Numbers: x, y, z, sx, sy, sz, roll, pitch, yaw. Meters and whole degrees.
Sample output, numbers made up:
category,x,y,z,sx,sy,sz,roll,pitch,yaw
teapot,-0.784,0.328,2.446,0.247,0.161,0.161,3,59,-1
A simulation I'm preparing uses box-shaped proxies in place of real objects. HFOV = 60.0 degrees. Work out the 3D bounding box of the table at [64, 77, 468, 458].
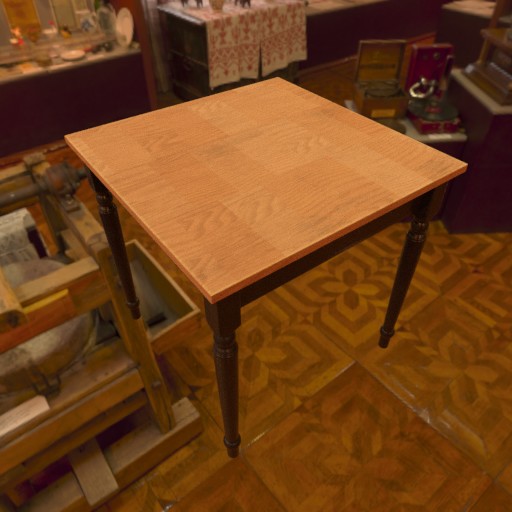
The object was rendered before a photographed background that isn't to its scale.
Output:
category,x,y,z,sx,sy,sz,roll,pitch,yaw
table,0.000,0.000,1.392,0.747,0.738,0.747,-26,48,-27
